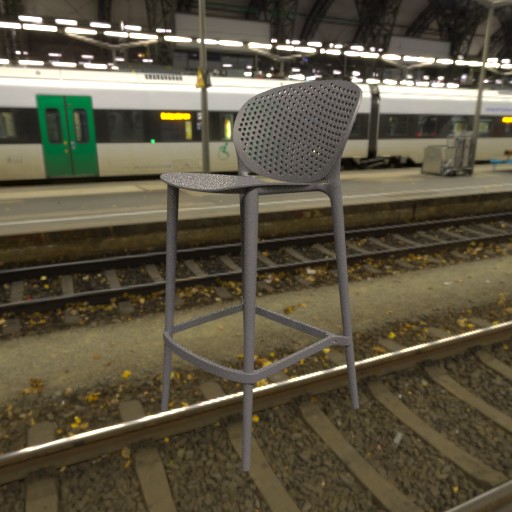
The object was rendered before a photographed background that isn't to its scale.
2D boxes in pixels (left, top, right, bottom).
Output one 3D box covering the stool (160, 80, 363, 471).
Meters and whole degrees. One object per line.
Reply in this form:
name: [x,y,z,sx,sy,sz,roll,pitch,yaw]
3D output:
stool: [0.000,0.000,1.369,0.536,1.045,0.535,15,22,42]
